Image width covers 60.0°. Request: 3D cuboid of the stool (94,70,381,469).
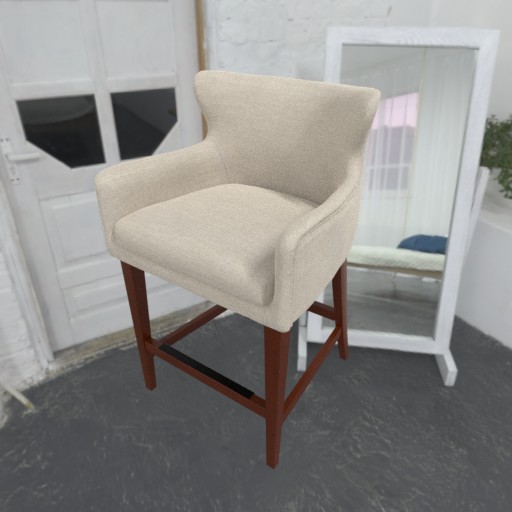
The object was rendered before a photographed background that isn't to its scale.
[{"bbox_3d":[0.000,0.000,1.359,0.615,0.987,0.637,20,36,30],"label":"stool"}]
